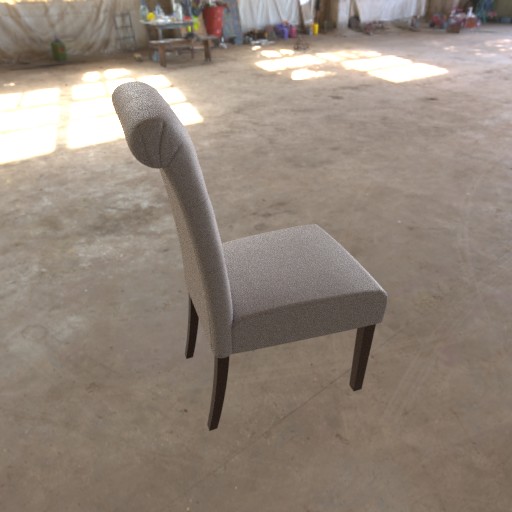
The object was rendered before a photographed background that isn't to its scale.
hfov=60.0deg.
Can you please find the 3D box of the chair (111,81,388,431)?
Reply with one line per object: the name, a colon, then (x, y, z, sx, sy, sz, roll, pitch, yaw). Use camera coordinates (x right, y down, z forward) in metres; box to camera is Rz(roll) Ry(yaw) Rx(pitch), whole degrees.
chair: (0.000, 0.000, 1.349, 0.671, 1.006, 0.456, -11, 34, -17)
